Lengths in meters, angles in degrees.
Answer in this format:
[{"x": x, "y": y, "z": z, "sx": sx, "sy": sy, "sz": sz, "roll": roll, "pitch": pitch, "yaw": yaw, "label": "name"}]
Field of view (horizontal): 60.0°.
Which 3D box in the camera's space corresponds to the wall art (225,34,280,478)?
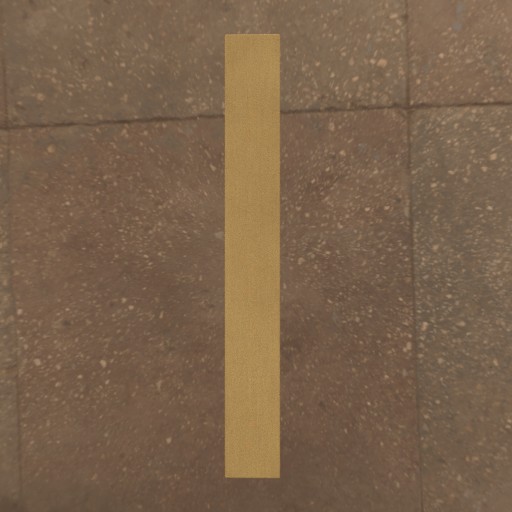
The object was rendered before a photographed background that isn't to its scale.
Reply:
[{"x": 0.000, "y": 0.000, "z": 0.456, "sx": 0.038, "sy": 0.305, "sz": 0.305, "roll": 0, "pitch": 90, "yaw": 1, "label": "wall art"}]
